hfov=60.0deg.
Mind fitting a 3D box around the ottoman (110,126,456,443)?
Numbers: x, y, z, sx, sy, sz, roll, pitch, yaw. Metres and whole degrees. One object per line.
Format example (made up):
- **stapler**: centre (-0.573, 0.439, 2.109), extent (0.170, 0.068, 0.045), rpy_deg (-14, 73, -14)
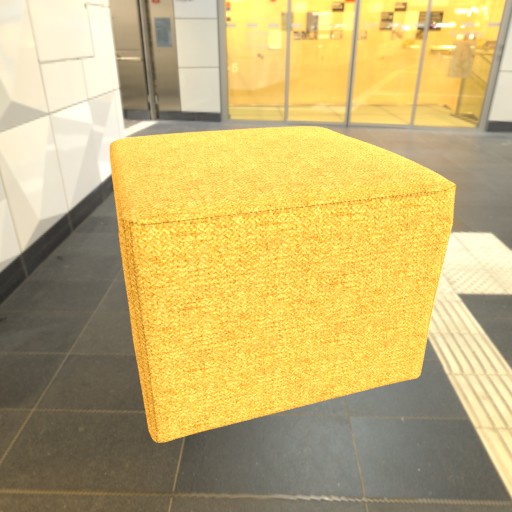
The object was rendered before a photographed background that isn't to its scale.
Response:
- **ottoman**: centre (0.000, 0.000, 0.894), extent (0.512, 0.441, 0.505), rpy_deg (-8, 28, -16)
